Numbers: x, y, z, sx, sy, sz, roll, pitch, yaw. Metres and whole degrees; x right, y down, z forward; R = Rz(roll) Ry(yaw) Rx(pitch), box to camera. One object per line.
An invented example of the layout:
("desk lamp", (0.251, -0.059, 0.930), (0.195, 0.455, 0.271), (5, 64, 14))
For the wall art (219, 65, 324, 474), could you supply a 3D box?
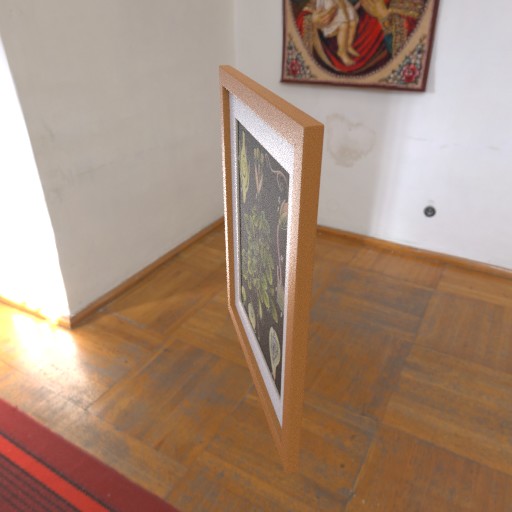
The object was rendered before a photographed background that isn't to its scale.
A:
("wall art", (0.000, 0.000, 0.762), (0.022, 0.553, 0.452), (-8, 31, -13))
